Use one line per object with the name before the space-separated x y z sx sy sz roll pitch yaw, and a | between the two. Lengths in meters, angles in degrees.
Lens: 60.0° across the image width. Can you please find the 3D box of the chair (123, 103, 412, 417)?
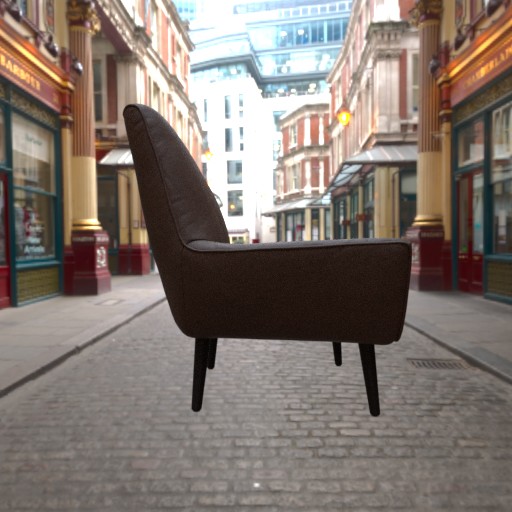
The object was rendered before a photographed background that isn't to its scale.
chair | 0.000 0.000 1.493 0.824 0.888 0.787 0 1 -1
